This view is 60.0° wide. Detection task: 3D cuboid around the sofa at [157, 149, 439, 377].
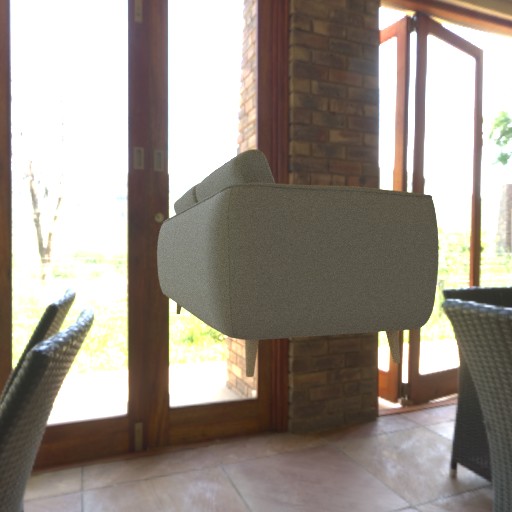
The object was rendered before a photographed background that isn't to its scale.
[{"bbox_3d":[0.000,0.000,2.491,0.920,0.850,2.000,0,0,-19],"label":"sofa"}]
